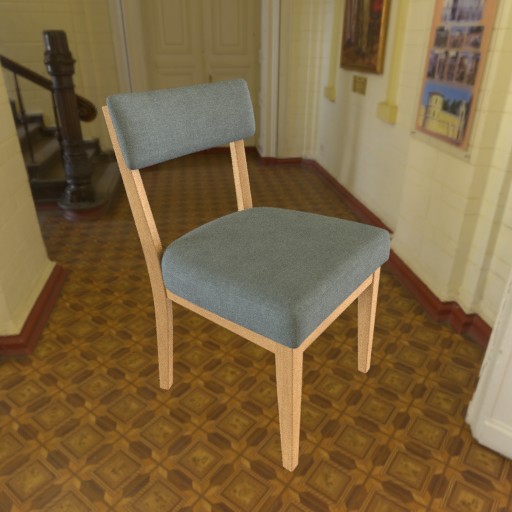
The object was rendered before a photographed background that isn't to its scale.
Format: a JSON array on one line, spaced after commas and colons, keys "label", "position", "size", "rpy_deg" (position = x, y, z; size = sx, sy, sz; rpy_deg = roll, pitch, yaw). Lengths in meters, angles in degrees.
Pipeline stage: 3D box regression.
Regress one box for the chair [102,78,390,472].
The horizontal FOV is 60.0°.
[{"label": "chair", "position": [0.000, 0.000, 1.191], "size": [0.572, 0.832, 0.508], "rpy_deg": [19, 32, 32]}]
